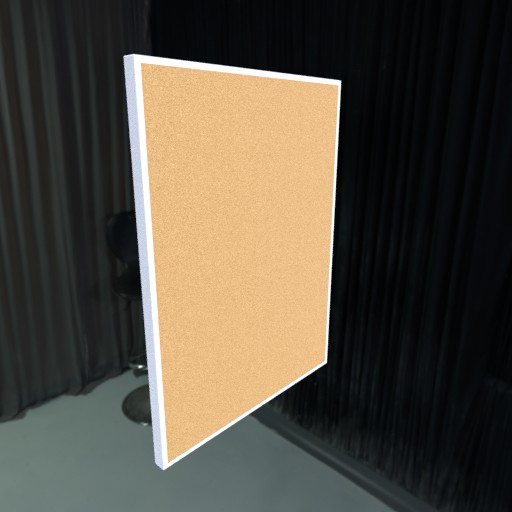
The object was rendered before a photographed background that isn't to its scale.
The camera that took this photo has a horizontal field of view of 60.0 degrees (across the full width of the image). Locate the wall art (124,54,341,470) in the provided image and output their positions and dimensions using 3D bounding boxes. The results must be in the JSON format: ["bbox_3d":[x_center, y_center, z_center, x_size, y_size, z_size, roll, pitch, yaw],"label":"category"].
[{"bbox_3d":[0.000,0.000,1.575,0.046,1.221,0.914,15,22,41],"label":"wall art"}]
